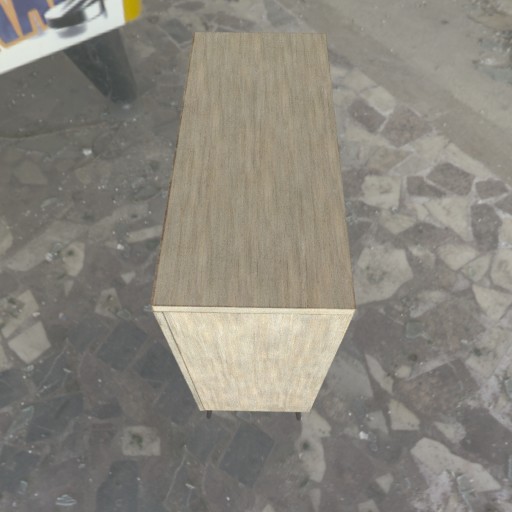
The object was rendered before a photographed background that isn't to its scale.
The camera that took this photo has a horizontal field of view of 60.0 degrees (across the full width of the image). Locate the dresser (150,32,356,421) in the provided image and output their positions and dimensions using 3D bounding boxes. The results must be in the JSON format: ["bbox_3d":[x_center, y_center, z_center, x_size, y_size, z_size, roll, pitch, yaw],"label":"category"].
[{"bbox_3d":[0.000,0.000,1.744,0.457,1.219,1.016,1,58,1],"label":"dresser"}]
